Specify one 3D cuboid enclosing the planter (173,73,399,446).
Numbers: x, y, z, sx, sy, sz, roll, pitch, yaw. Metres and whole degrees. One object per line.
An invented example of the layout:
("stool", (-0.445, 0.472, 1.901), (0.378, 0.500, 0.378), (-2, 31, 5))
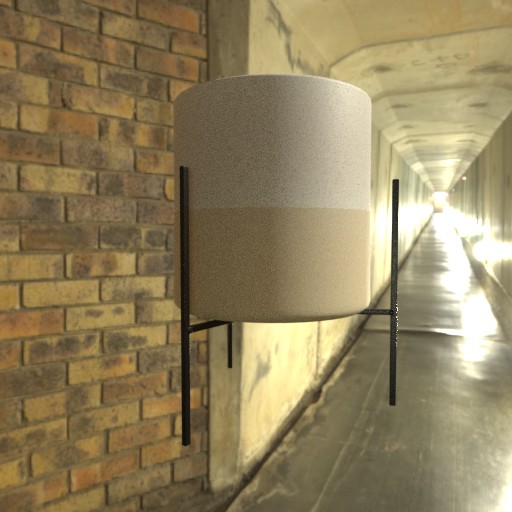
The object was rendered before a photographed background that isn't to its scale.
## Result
("planter", (0.000, 0.000, 0.552), (0.263, 0.362, 0.267), (-2, 4, -36))
